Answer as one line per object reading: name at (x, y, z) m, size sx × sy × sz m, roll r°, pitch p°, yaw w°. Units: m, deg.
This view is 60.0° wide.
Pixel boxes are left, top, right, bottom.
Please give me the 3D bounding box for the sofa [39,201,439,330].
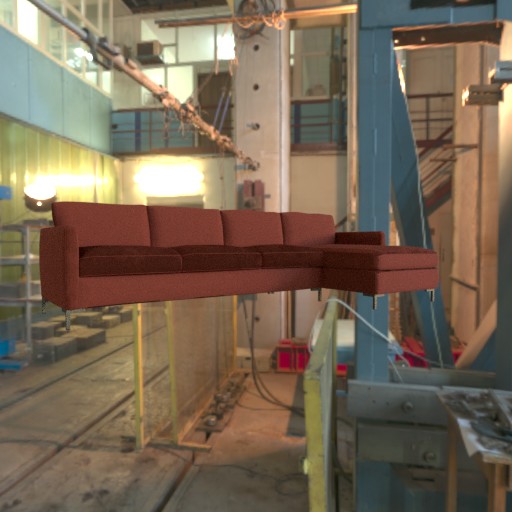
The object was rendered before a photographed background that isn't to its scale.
sofa at (0.000, 0.000, 3.482) m, size 2.932 × 0.810 × 1.350 m, roll -1°, pitch 2°, yaw -35°
